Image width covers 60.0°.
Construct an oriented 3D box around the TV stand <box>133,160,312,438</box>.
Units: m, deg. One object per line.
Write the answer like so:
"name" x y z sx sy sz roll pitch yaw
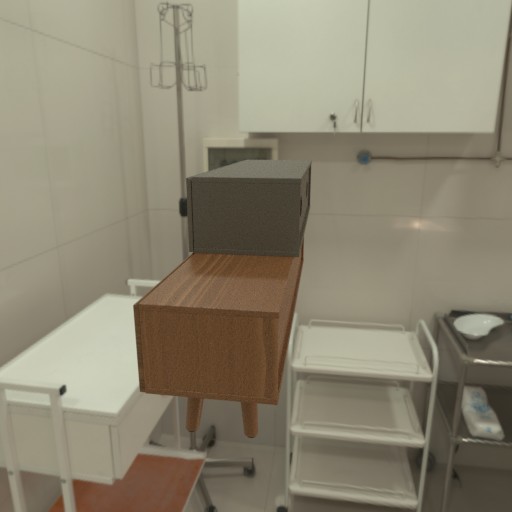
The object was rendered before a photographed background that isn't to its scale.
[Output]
"TV stand" 0.000 0.000 1.559 0.329 0.591 1.336 2 15 8
